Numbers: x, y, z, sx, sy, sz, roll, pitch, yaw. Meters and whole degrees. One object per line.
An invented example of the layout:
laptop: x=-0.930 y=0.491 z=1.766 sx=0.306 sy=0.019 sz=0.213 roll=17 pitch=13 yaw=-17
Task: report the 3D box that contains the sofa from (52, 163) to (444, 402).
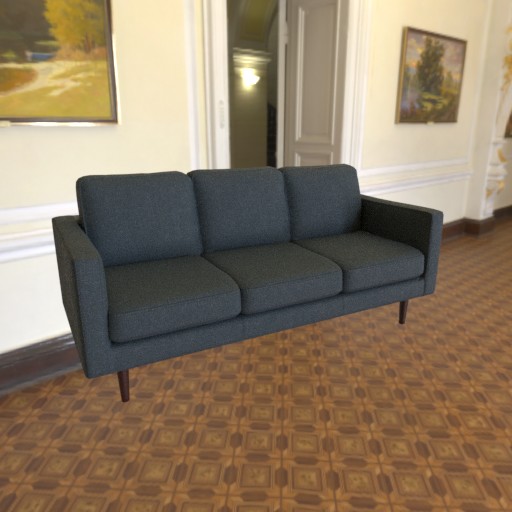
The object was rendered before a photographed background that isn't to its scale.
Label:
sofa: x=0.000 y=0.000 z=2.523 sx=2.013 sy=0.945 sz=0.935 roll=-9 pitch=19 yaw=-27
